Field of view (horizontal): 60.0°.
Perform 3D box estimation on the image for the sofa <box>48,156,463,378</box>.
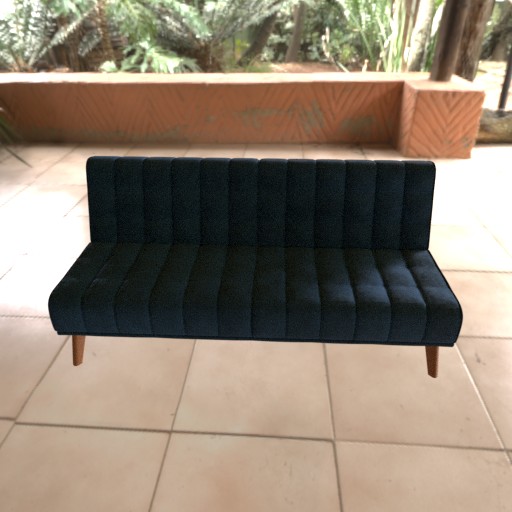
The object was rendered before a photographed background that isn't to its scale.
[{"bbox_3d":[0.000,0.000,2.257,1.804,0.813,0.855,1,30,2],"label":"sofa"}]
